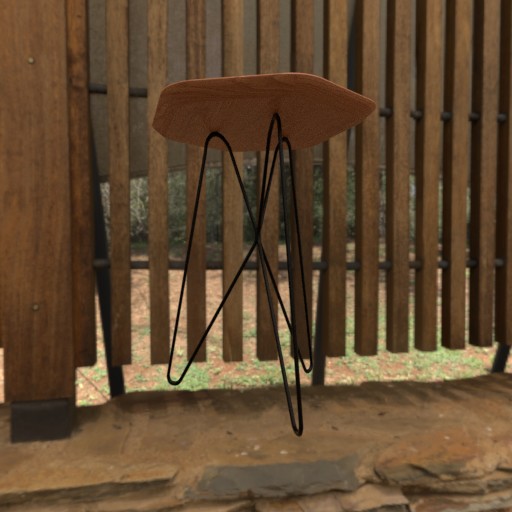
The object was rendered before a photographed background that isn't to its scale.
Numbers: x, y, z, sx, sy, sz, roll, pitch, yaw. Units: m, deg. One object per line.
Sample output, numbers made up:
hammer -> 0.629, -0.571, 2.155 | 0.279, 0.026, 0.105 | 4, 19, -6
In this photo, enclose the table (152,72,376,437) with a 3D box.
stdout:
table -> 0.000, 0.000, 0.911 | 0.400, 0.562, 0.500 | 0, 1, -17
